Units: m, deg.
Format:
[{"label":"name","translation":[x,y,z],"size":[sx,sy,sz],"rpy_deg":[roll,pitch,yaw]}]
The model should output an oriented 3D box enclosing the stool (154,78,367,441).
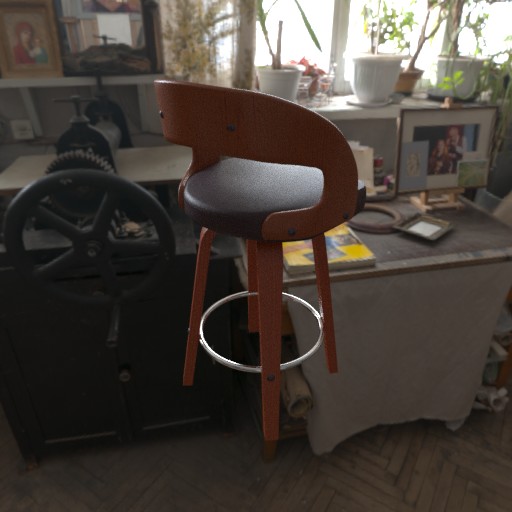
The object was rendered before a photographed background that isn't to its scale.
[{"label":"stool","translation":[0.000,0.000,1.207],"size":[0.457,0.940,0.457],"rpy_deg":[21,36,33]}]
